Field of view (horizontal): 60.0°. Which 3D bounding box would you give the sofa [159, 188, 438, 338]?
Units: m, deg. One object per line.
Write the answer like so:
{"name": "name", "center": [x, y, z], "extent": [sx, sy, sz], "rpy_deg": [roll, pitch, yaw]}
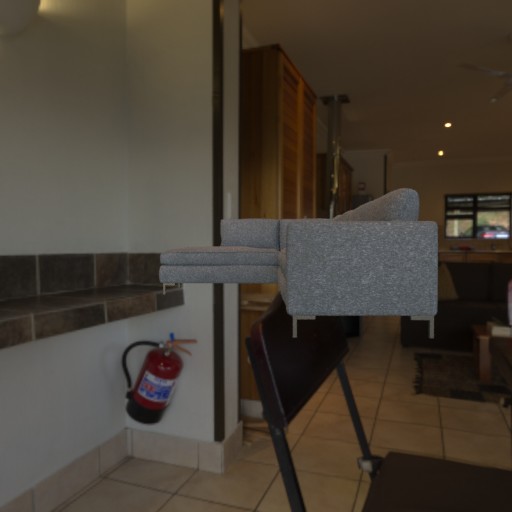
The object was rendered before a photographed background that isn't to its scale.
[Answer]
{"name": "sofa", "center": [0.000, 0.000, 3.796], "extent": [2.007, 0.815, 2.949], "rpy_deg": [0, 1, 2]}
